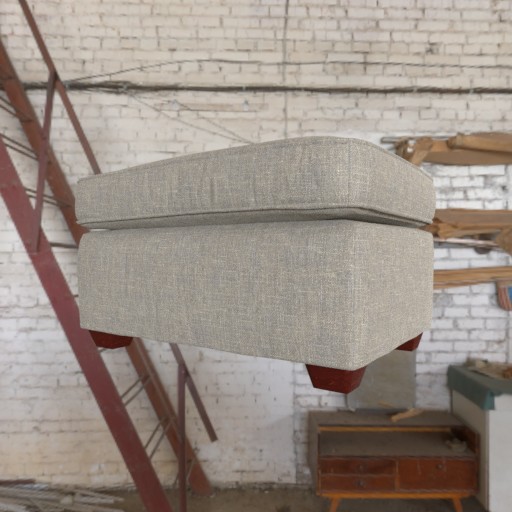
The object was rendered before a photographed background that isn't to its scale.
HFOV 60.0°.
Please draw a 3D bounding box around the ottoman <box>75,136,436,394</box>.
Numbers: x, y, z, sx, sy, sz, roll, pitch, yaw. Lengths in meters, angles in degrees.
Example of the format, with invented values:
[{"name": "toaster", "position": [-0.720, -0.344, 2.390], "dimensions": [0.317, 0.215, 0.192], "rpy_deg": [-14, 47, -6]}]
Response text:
[{"name": "ottoman", "position": [0.000, 0.000, 1.106], "dimensions": [0.762, 0.457, 0.559], "rpy_deg": [0, 0, 34]}]
